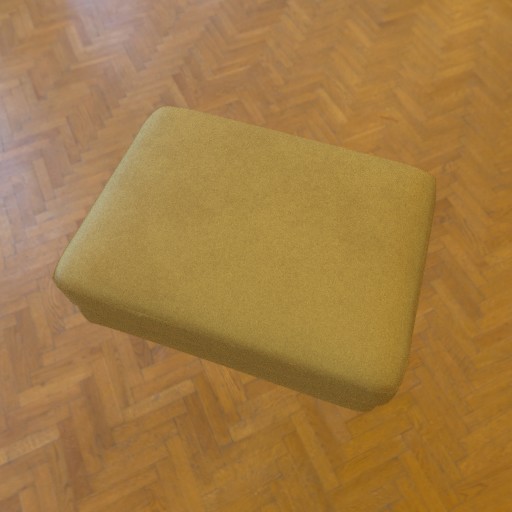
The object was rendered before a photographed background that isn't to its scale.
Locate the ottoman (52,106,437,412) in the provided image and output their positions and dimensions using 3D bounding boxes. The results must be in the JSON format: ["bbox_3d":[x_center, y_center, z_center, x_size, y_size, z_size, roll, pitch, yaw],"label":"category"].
[{"bbox_3d":[0.000,0.000,1.192,0.811,0.449,0.608,17,63,9],"label":"ottoman"}]
